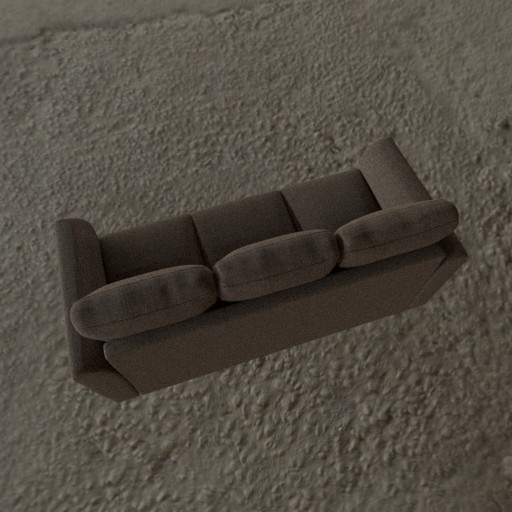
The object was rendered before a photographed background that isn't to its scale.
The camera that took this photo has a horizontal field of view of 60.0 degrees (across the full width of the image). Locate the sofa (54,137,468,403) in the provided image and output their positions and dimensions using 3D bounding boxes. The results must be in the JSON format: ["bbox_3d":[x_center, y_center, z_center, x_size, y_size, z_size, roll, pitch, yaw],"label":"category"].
[{"bbox_3d":[0.000,0.000,2.287,1.847,0.891,0.837,-16,61,-9],"label":"sofa"}]
